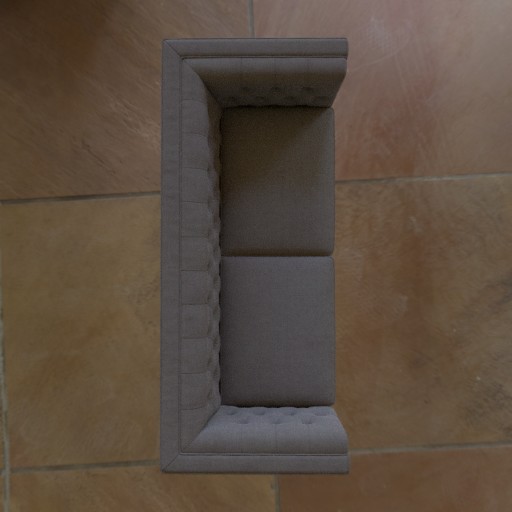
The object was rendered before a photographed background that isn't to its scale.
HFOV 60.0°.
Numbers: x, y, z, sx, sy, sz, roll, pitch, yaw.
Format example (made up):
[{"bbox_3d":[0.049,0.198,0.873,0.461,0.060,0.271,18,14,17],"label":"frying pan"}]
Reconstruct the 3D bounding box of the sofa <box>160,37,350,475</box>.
[{"bbox_3d":[0.000,0.000,2.173,0.775,0.762,1.778,0,89,0],"label":"sofa"}]
